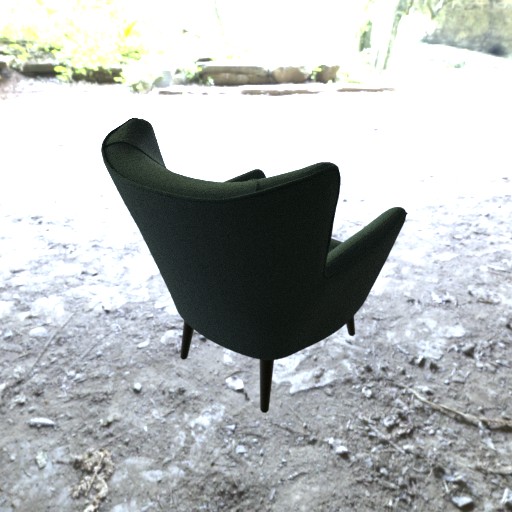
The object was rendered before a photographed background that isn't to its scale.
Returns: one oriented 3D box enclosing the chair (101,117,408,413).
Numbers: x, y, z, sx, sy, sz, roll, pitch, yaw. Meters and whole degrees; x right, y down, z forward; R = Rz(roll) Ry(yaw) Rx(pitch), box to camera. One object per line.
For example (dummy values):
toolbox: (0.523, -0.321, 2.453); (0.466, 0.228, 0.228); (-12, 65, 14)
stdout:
chair: (0.000, 0.000, 1.600); (0.781, 0.933, 0.888); (22, 37, 34)
